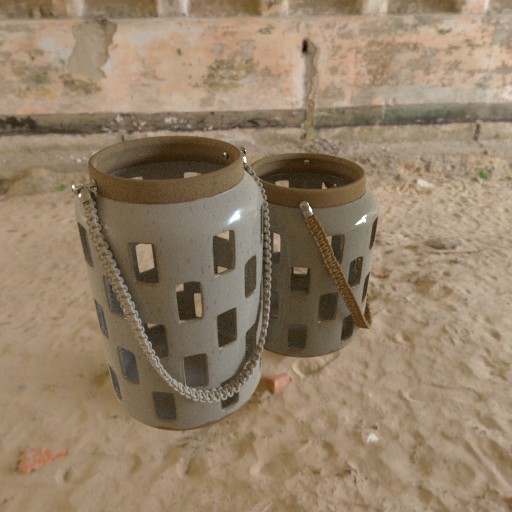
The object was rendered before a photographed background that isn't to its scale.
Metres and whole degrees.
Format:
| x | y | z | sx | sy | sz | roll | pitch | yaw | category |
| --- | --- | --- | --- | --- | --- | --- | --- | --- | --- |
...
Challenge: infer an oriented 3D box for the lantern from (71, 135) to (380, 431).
| x | y | z | sx | sy | sz | roll | pitch | yaw | category |
| --- | --- | --- | --- | --- | --- | --- | --- | --- | --- |
| 0.000 | 0.000 | 0.483 | 0.347 | 0.255 | 0.184 | -21 | 36 | -33 | lantern |
